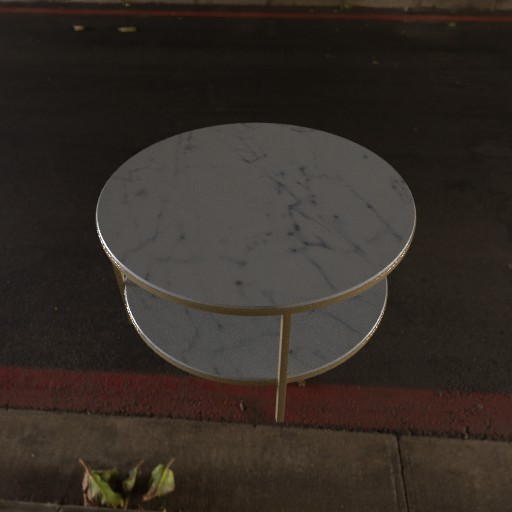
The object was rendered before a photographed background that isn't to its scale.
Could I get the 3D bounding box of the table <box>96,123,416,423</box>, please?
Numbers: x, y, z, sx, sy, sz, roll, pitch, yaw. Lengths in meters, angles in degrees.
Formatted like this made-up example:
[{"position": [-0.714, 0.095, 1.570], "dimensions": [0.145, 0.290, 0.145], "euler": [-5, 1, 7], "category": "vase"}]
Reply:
[{"position": [0.000, 0.000, 1.291], "dimensions": [0.800, 0.450, 0.800], "euler": [0, 42, 0], "category": "table"}]
